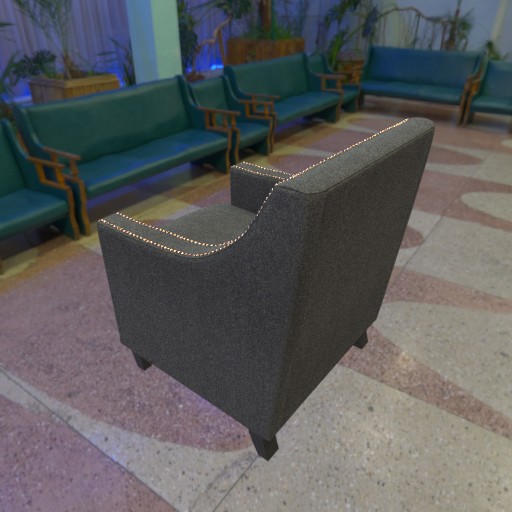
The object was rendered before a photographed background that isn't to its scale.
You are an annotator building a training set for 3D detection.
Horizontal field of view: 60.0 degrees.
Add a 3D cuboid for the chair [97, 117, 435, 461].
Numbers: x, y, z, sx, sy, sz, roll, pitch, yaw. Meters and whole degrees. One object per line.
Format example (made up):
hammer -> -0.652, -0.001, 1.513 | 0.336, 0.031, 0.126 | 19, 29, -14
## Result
chair -> 0.000, 0.000, 1.614 | 0.884, 0.967, 0.776 | 22, 37, 32
